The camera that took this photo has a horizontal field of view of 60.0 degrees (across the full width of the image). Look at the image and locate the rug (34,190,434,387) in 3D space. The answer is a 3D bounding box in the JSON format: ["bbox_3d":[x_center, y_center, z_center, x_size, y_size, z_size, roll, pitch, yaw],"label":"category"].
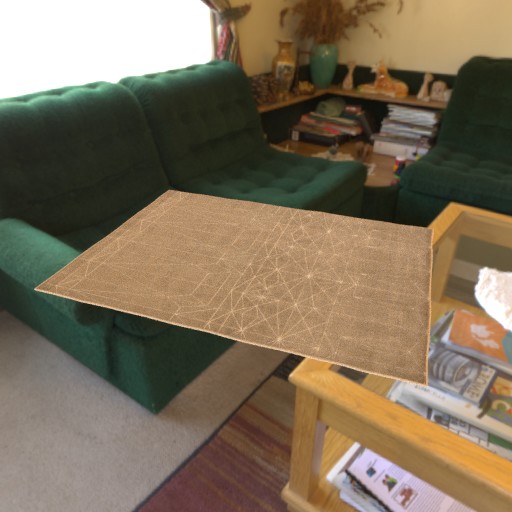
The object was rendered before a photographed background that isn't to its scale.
[{"bbox_3d":[0.000,0.000,4.466,3.357,0.019,2.449,11,33,17],"label":"rug"}]
